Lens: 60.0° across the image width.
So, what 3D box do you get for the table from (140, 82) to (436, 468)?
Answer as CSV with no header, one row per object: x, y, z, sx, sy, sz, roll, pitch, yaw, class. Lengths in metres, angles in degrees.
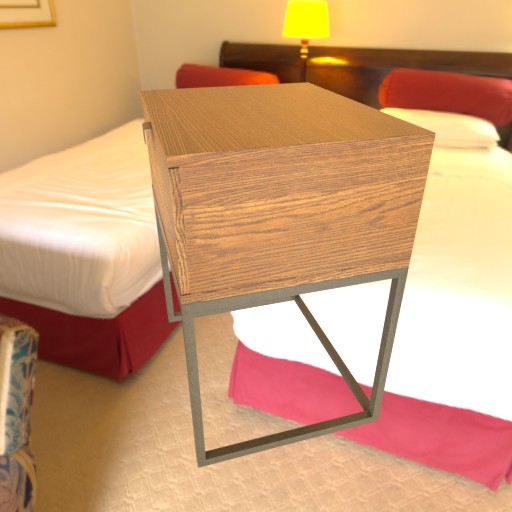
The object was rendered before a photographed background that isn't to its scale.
0.000,0.000,0.942,0.400,0.610,0.482,-8,31,-14,table
